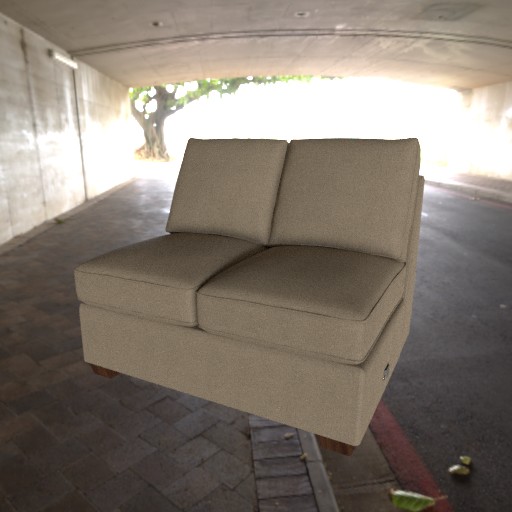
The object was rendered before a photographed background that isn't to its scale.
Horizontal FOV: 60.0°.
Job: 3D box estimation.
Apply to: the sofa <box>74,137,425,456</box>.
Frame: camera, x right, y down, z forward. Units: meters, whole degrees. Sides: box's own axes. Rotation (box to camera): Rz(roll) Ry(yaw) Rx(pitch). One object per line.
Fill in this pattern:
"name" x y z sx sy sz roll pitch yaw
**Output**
"sofa" 0.000 0.000 1.941 1.232 1.006 0.978 8 17 26
